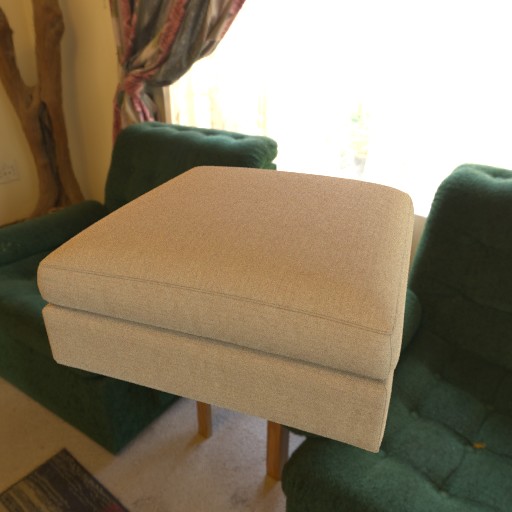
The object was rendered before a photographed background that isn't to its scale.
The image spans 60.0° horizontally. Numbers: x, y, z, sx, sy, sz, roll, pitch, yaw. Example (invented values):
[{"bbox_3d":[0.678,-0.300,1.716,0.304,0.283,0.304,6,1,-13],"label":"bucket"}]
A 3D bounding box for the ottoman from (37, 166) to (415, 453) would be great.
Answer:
[{"bbox_3d":[0.000,0.000,1.596,1.041,0.470,1.041,9,28,18],"label":"ottoman"}]
